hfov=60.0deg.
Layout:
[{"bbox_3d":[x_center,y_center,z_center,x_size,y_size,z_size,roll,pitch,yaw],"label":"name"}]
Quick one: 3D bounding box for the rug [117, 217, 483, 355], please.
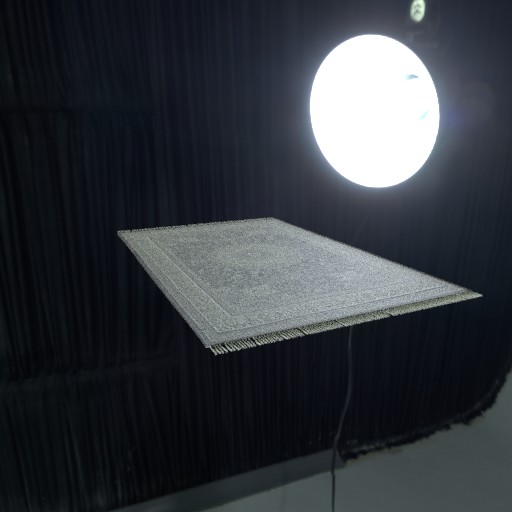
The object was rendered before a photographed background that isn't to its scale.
[{"bbox_3d":[0.000,0.000,3.090,1.528,0.010,2.440,-7,17,-24],"label":"rug"}]
